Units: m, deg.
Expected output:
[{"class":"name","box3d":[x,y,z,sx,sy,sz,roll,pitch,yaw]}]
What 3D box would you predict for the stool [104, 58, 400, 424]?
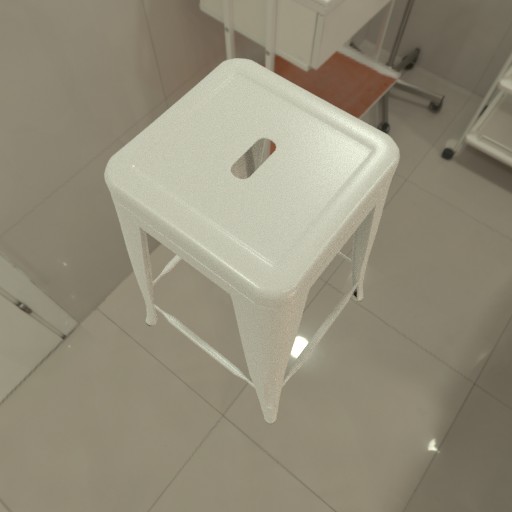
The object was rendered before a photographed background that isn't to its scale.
[{"class":"stool","box3d":[0.000,0.000,0.870,0.406,0.610,0.406,35,68,16]}]
